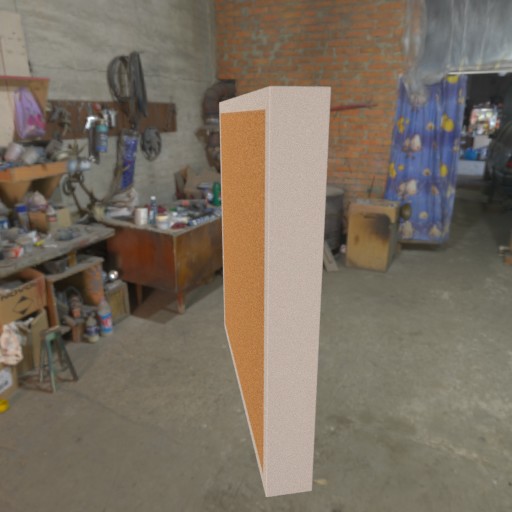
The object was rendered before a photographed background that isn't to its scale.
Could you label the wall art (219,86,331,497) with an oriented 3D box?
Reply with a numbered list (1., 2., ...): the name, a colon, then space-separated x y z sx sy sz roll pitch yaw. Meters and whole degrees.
1. wall art: 0.000 0.000 0.451 0.038 0.305 0.305 -3 18 -10
